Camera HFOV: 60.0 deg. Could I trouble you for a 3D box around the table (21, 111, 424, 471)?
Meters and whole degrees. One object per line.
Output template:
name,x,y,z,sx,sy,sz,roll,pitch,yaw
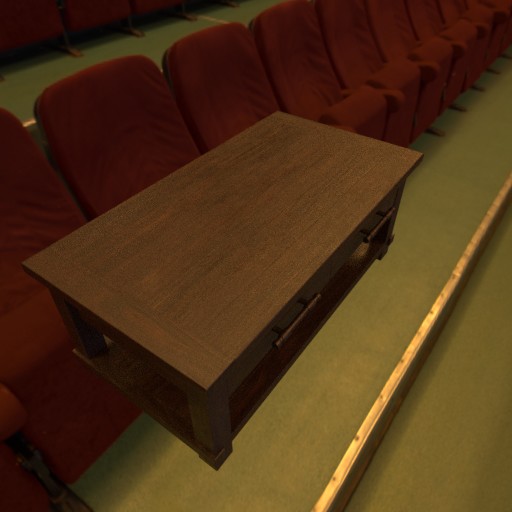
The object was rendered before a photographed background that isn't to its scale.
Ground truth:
table,0.000,0.000,1.617,0.700,0.494,1.270,26,47,26
